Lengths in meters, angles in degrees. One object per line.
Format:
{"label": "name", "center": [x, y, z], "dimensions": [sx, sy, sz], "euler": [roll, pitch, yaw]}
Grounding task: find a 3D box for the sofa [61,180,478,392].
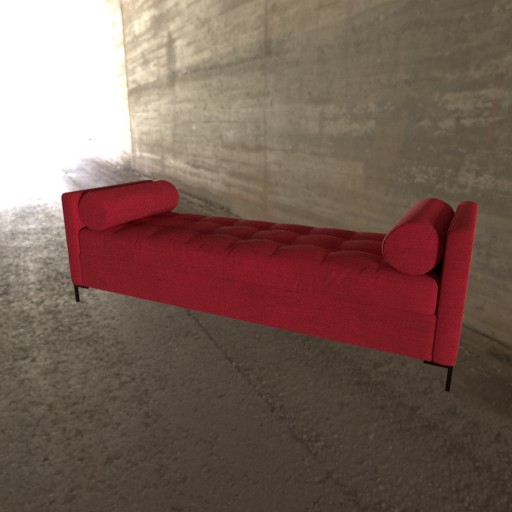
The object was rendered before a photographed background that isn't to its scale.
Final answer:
{"label": "sofa", "center": [0.000, 0.000, 2.284], "dimensions": [1.981, 0.635, 0.686], "euler": [8, 18, 26]}
